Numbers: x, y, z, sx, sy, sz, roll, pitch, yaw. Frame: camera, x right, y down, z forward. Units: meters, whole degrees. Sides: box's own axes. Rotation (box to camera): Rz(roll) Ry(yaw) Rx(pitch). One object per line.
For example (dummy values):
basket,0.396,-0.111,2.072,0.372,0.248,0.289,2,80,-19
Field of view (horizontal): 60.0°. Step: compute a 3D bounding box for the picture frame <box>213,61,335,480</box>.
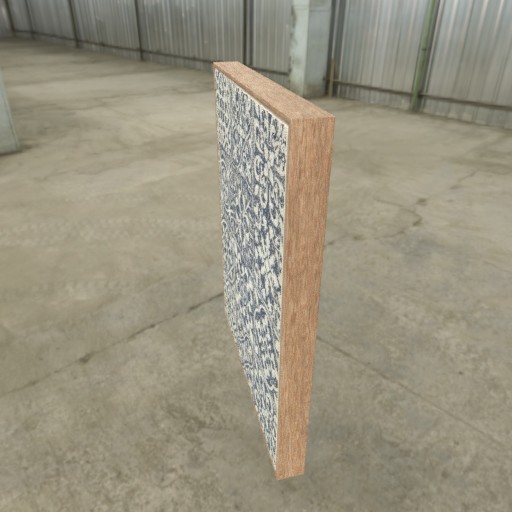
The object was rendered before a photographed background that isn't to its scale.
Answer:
picture frame,0.000,0.000,0.709,0.043,0.526,0.424,-7,31,-12
